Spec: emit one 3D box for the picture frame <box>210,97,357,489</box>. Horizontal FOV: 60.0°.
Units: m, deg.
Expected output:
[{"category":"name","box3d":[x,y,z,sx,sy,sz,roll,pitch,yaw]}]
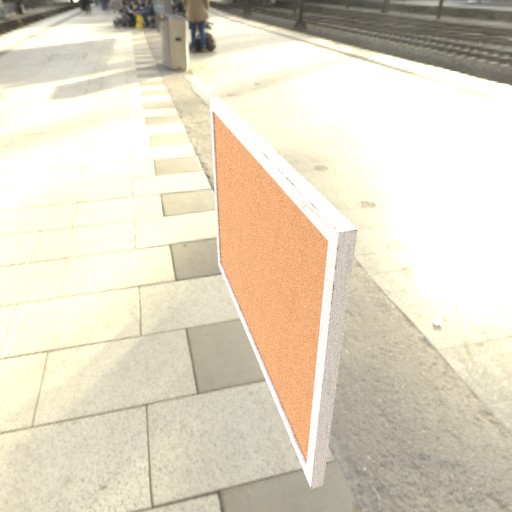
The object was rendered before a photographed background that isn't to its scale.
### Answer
[{"category":"picture frame","box3d":[0.000,0.000,1.202,0.029,0.640,0.950,-9,32,-14]}]
